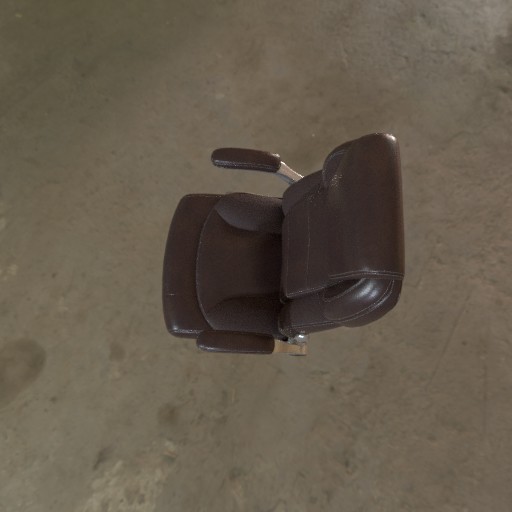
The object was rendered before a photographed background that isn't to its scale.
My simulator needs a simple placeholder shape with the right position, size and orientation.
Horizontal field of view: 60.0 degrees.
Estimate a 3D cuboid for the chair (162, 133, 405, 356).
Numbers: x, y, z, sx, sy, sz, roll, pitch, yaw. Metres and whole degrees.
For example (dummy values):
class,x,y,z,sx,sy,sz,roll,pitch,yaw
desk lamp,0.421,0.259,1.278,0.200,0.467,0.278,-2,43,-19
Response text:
class,x,y,z,sx,sy,sz,roll,pitch,yaw
chair,0.000,0.000,1.653,0.774,1.160,0.733,3,74,1
